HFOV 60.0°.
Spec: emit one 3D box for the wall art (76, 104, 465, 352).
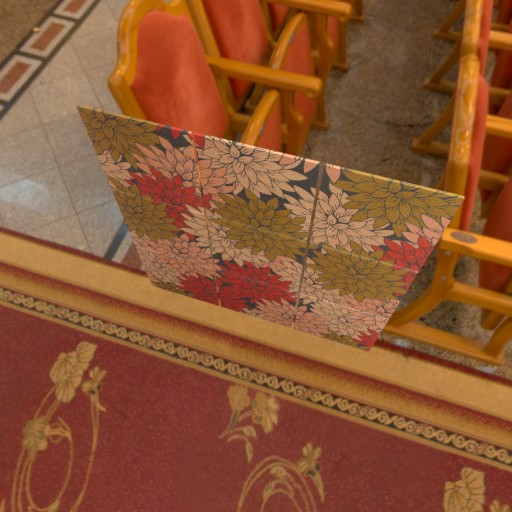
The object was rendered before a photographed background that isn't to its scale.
[{"bbox_3d":[0.000,0.000,2.310,1.519,1.534,0.013,16,59,10],"label":"wall art"}]
